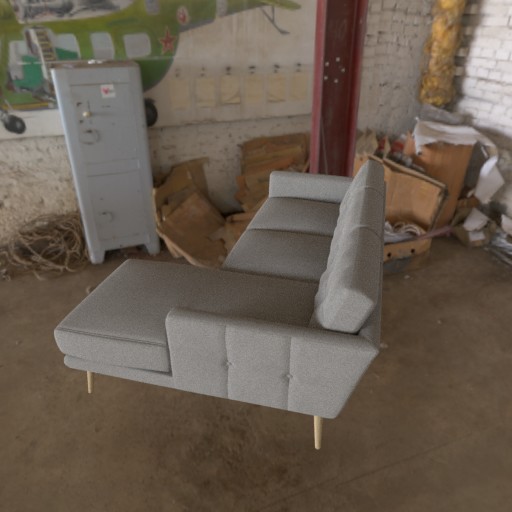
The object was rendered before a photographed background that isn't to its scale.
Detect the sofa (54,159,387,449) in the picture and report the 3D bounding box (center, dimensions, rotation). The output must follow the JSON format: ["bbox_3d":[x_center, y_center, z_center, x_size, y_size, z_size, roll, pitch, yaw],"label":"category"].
[{"bbox_3d":[0.000,0.000,2.831,1.530,0.860,2.040,8,30,13],"label":"sofa"}]
